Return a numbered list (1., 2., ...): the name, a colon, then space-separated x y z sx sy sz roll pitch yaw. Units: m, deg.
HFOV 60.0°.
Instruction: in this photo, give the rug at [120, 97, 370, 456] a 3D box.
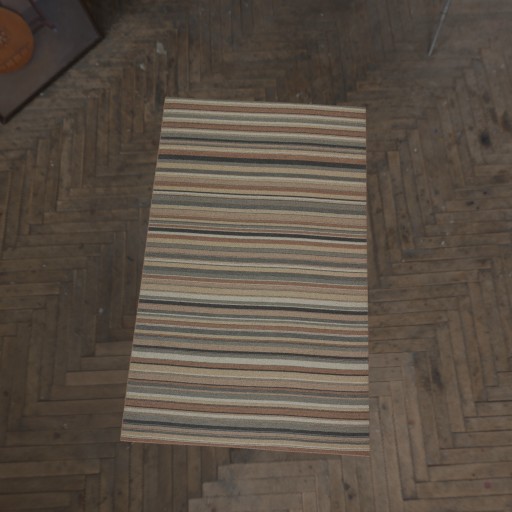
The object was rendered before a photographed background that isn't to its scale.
1. rug: 0.000 0.000 3.026 1.523 0.014 2.438 3 74 1
